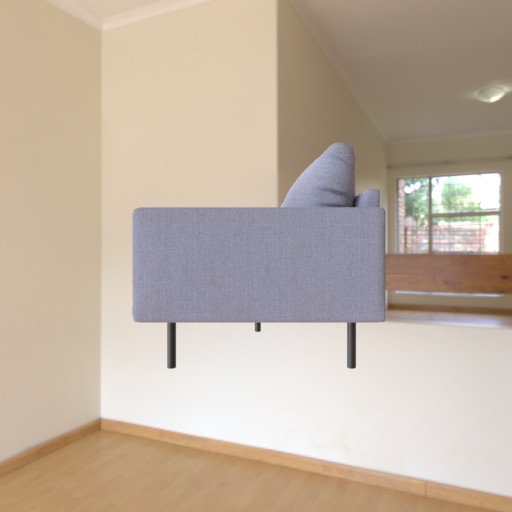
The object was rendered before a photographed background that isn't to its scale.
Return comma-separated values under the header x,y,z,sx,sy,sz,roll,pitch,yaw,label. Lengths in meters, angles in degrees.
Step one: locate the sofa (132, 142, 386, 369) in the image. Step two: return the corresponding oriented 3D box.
x,y,z,sx,sy,sz,roll,pitch,yaw,label
0.000,0.000,2.433,0.850,0.830,2.000,0,0,0,sofa
